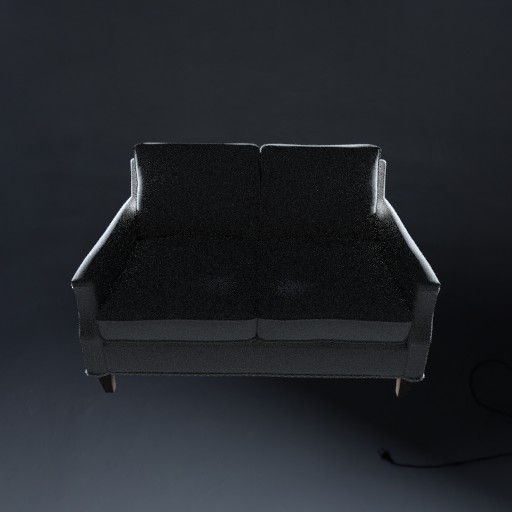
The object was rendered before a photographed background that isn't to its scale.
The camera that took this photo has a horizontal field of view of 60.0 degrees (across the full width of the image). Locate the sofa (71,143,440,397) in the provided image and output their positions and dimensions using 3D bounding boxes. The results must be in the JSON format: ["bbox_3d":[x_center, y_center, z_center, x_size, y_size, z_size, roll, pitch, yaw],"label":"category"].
[{"bbox_3d":[0.000,0.000,2.347,1.597,1.003,1.084,1,31,1],"label":"sofa"}]
